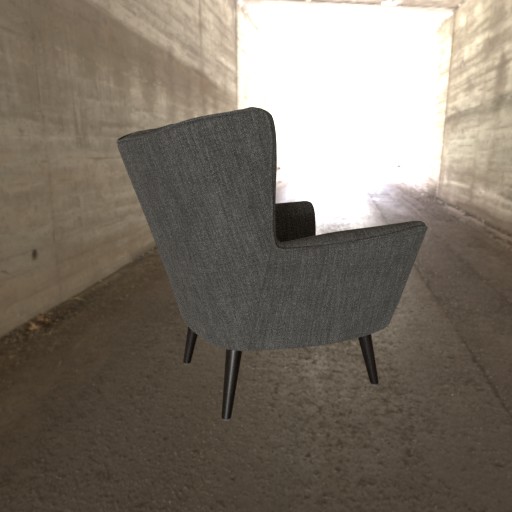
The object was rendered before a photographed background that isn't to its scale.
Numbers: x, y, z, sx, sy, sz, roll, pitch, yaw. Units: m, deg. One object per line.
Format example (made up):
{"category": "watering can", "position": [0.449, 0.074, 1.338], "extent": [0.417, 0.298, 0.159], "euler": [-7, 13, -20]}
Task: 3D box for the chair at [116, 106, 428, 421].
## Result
{"category": "chair", "position": [0.000, 0.000, 1.573], "extent": [0.888, 0.933, 0.781], "euler": [-6, 14, -25]}
